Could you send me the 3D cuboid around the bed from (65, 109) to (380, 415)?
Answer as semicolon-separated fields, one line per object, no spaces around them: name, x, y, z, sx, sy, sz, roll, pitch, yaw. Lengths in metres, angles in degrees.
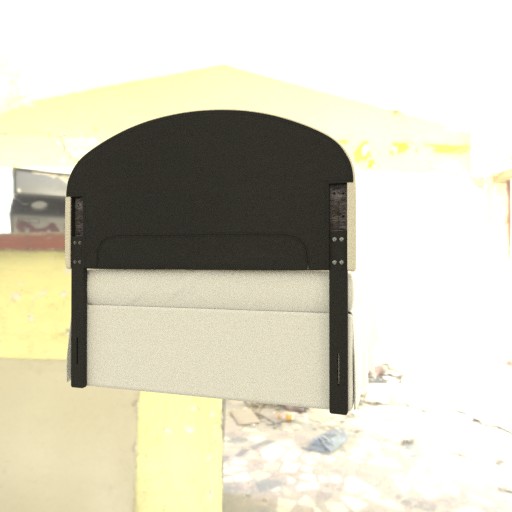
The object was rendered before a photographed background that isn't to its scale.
bed;0.000;0.000;3.095;1.607;1.410;2.005;0;-1;17
